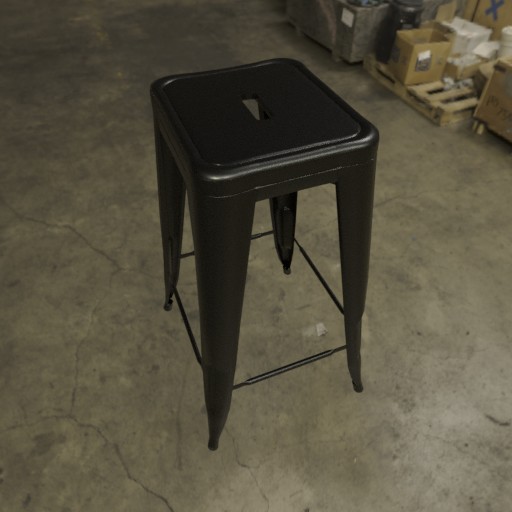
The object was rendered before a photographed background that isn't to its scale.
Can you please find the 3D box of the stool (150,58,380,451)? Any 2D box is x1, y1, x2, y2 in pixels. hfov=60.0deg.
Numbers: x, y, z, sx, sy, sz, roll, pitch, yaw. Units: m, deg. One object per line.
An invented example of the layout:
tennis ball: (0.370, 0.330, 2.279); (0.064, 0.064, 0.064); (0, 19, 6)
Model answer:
stool: (0.000, 0.000, 0.839); (0.359, 0.609, 0.399); (-16, 48, -15)
